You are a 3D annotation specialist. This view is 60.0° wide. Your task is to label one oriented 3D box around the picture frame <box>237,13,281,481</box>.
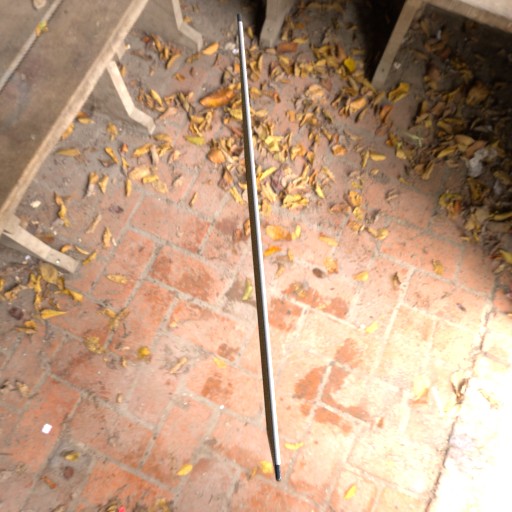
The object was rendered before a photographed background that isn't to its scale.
[{"bbox_3d":[0.000,0.000,1.097,0.010,0.600,0.900,-4,75,-1],"label":"picture frame"}]
